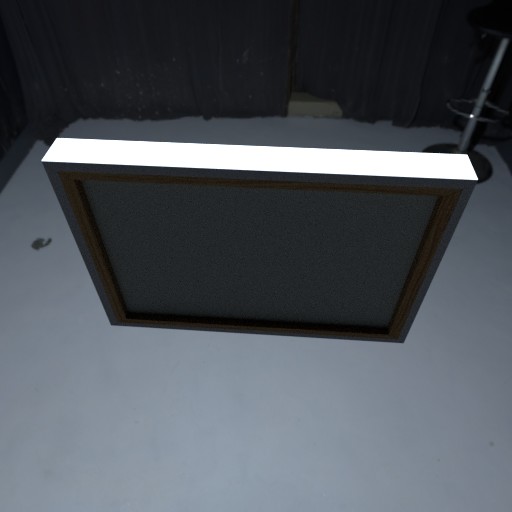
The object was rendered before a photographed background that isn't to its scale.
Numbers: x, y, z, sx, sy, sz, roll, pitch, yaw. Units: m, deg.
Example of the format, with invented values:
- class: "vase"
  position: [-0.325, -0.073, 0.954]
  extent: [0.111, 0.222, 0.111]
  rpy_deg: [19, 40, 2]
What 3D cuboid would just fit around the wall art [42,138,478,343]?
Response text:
- class: "wall art"
  position: [0.000, 0.000, 0.493]
  extent: [0.381, 0.259, 0.038]
  rpy_deg: [3, 47, 3]
